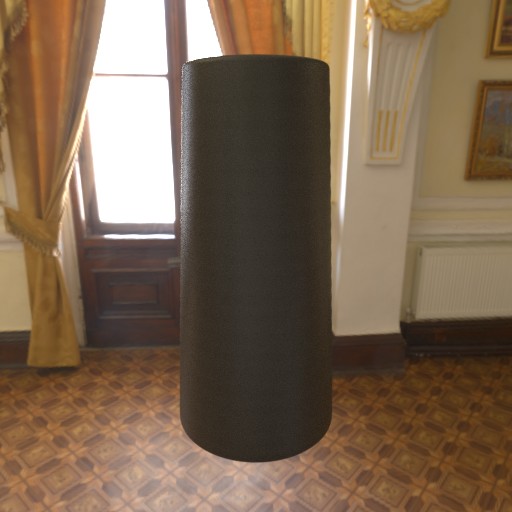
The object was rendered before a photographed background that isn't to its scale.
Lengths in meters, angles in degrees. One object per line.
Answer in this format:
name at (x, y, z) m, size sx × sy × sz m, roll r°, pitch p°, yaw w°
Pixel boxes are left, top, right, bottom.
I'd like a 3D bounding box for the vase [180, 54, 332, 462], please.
vase at (0.000, 0.000, 0.362) m, size 0.136 × 0.289 × 0.136 m, roll 2°, pitch 17°, yaw 8°
